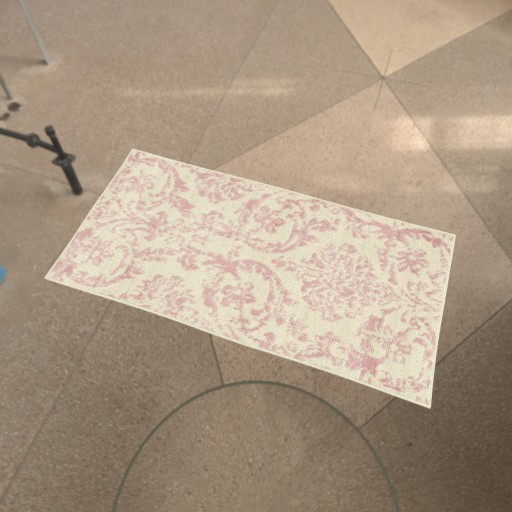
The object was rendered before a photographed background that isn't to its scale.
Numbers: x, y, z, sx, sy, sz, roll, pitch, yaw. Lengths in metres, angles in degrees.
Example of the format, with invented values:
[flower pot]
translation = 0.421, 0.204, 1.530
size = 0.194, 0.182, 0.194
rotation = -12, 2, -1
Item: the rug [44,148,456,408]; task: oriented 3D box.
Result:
[rug]
translation = 0.000, 0.000, 1.454
size = 1.219, 0.007, 0.604
rotation = 17, 60, 10
